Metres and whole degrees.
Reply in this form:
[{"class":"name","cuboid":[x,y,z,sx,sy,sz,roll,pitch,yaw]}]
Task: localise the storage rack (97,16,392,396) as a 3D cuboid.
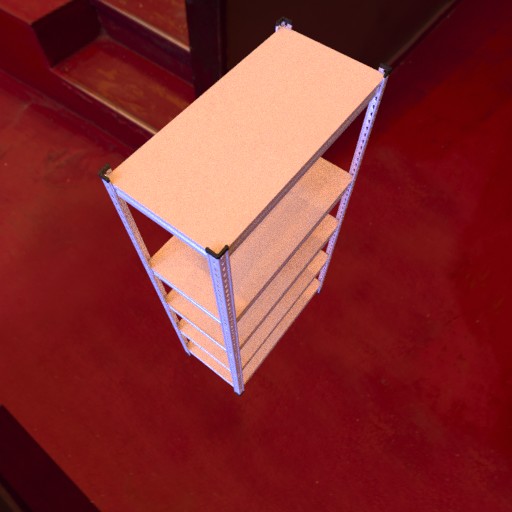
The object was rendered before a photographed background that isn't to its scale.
[{"class":"storage rack","cuboid":[0.000,0.000,2.182,0.457,1.829,0.914,34,67,17]}]
